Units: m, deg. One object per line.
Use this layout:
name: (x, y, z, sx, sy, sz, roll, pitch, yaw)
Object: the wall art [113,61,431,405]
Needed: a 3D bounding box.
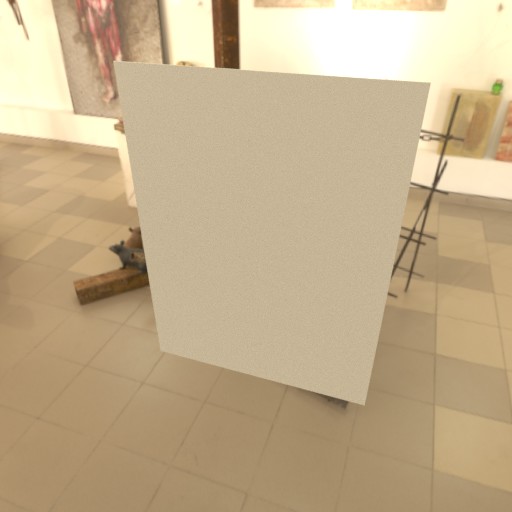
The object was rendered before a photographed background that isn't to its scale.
wall art: (0.000, 0.000, 0.777, 0.457, 0.609, 0.003, 11, 35, 16)
